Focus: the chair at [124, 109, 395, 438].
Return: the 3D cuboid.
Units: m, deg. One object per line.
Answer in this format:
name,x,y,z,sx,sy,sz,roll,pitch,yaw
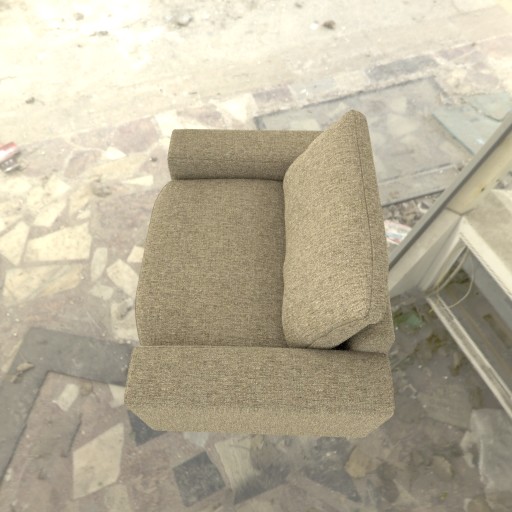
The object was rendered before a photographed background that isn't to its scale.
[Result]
chair,0.000,0.000,2.021,1.039,0.915,1.398,2,59,1
